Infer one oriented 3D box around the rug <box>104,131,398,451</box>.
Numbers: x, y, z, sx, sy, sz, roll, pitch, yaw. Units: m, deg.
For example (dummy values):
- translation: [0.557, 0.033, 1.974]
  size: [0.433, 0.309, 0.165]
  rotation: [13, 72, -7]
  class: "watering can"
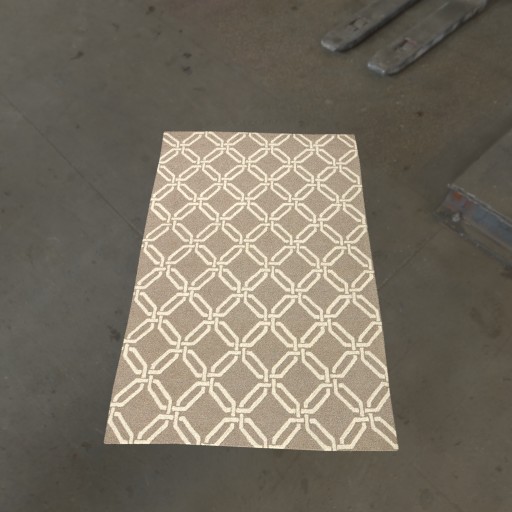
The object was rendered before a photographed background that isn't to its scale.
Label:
- translation: [0.000, 0.000, 2.165]
  size: [1.142, 0.010, 1.748]
  rotation: [1, 57, 1]
  class: "rug"
